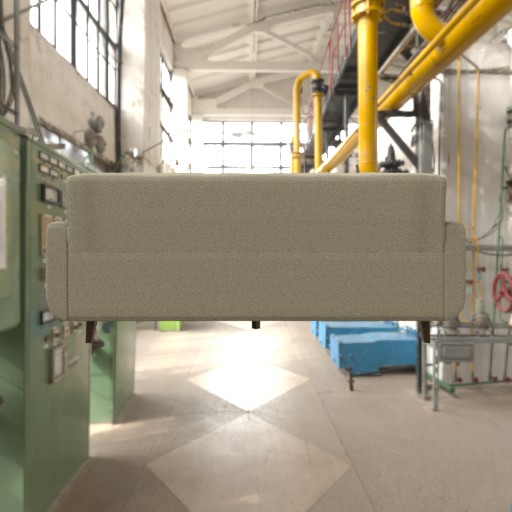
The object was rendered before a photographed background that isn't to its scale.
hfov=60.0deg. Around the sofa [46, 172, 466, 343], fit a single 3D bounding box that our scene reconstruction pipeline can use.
[{"bbox_3d":[0.000,0.000,2.678,2.137,0.892,0.980,0,1,0],"label":"sofa"}]
